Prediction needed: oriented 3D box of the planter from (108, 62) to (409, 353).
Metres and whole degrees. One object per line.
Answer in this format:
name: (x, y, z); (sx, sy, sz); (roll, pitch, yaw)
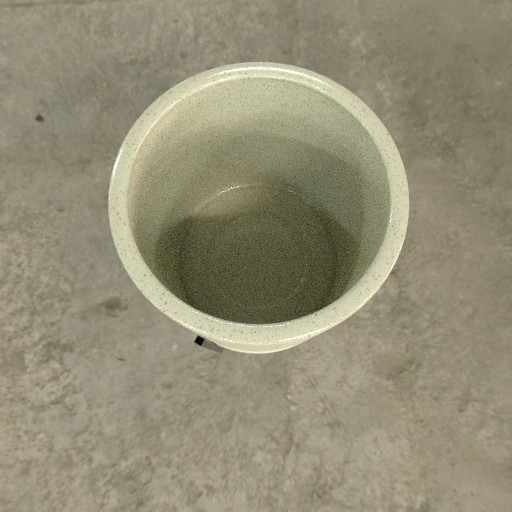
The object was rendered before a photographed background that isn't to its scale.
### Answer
planter: (0.000, 0.000, 0.531); (0.234, 0.390, 0.243); (27, 78, 6)
